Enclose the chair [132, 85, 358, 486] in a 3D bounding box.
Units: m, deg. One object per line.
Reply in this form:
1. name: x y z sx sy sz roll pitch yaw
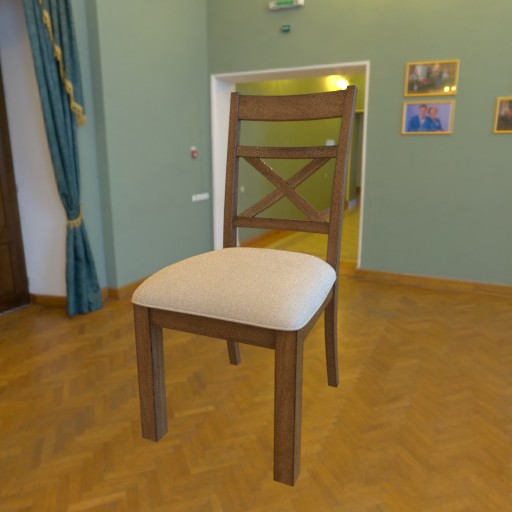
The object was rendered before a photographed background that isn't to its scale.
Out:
1. chair: 0.000 0.000 1.256 0.461 0.949 0.581 6 15 24
